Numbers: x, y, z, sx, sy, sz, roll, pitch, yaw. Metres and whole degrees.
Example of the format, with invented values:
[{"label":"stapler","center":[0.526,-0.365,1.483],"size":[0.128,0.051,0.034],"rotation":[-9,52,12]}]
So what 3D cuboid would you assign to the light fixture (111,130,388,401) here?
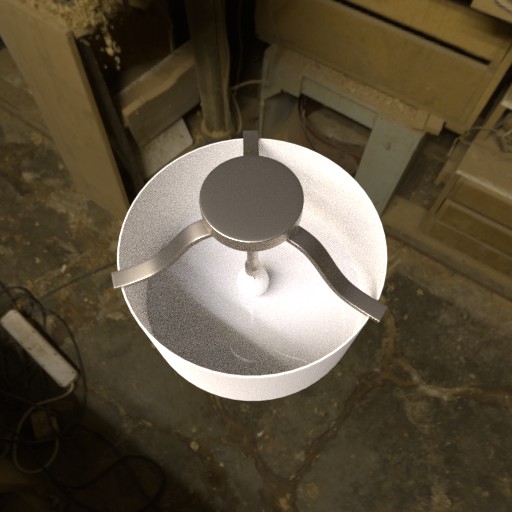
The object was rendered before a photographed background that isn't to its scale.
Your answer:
[{"label":"light fixture","center":[0.000,0.000,0.663],"size":[0.395,0.304,0.395],"rotation":[0,63,0]}]
